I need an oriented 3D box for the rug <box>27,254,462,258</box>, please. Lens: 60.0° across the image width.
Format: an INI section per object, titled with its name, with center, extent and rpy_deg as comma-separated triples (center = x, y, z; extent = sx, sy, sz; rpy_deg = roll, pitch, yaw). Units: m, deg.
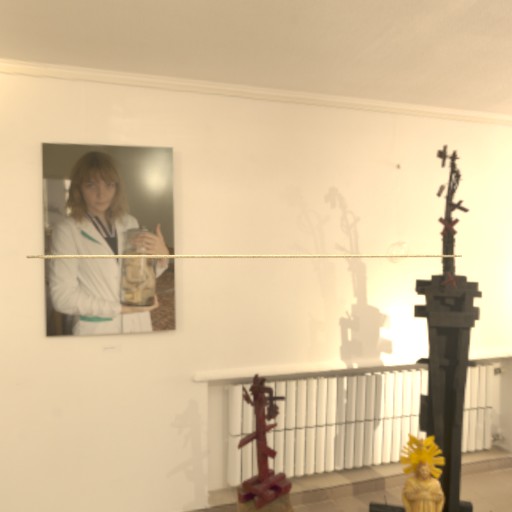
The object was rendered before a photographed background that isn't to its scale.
[rug]
center = 0.000, 0.000, 2.879
extent = 2.544, 0.015, 0.795
rpy_deg = 0, 0, -17
